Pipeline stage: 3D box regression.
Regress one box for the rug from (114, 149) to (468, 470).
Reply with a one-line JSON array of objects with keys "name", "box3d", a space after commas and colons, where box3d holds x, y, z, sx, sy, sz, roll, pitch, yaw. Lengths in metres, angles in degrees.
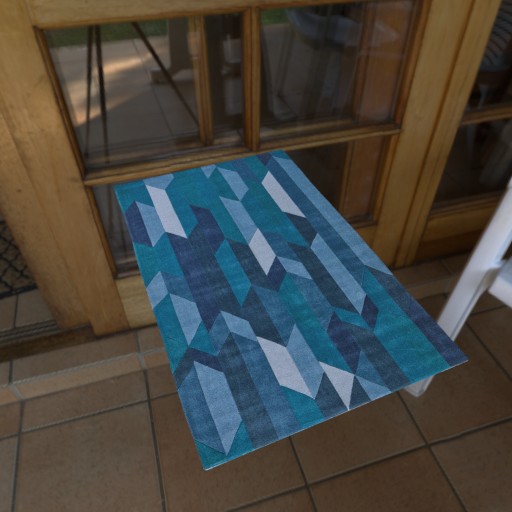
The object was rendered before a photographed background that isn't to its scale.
[{"name": "rug", "box3d": [0.000, 0.000, 3.023, 1.528, 0.005, 2.420, -16, 46, -16]}]
